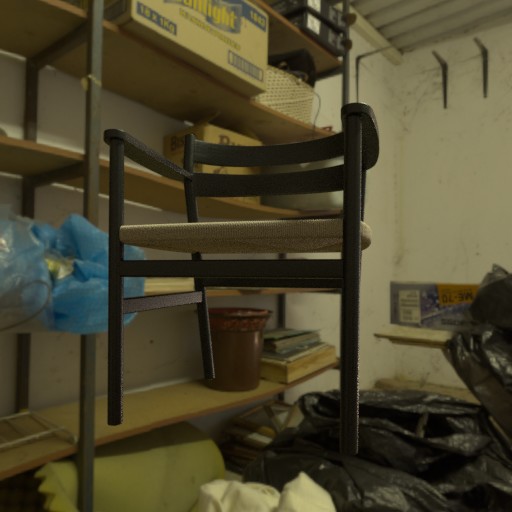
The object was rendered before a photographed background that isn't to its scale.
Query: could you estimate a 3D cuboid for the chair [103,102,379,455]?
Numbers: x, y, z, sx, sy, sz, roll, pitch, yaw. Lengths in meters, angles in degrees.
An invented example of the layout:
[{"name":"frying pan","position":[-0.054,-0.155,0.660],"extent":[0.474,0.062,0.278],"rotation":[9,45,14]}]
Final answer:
[{"name":"chair","position":[0.000,0.000,1.161],"extent":[0.630,0.775,0.508],"rotation":[0,-1,17]}]
